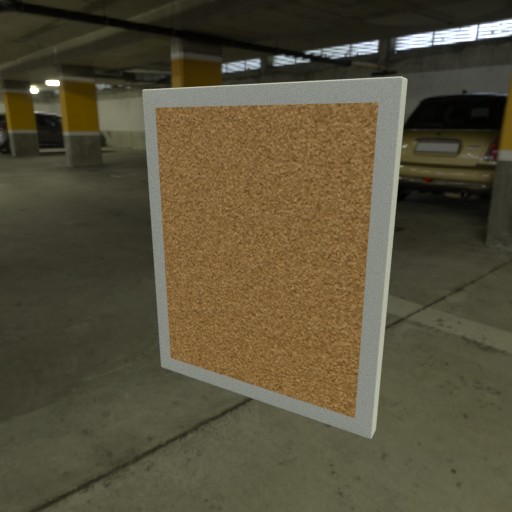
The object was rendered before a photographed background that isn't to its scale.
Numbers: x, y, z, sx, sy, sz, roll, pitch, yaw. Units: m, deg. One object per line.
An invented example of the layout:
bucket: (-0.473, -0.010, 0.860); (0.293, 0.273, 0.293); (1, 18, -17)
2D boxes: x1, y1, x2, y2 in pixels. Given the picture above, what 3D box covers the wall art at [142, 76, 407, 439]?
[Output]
wall art: (0.000, 0.000, 0.770); (0.454, 0.556, 0.028); (9, 19, 29)
